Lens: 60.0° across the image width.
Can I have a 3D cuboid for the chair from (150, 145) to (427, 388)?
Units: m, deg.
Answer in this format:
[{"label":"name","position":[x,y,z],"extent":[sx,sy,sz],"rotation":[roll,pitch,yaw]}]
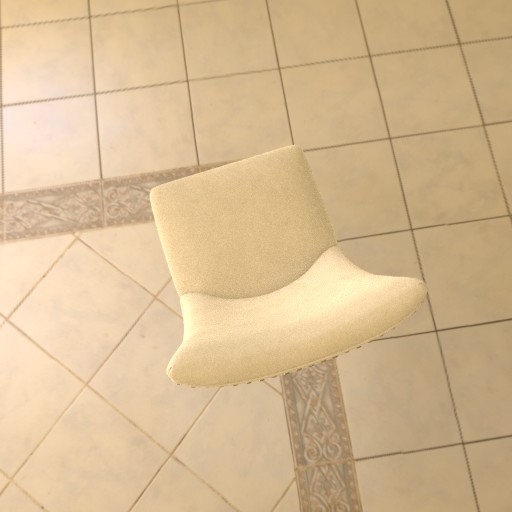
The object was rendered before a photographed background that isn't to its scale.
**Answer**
[{"label":"chair","position":[0.000,0.000,1.237],"extent":[0.495,0.902,0.610],"rotation":[-18,78,-4]}]
